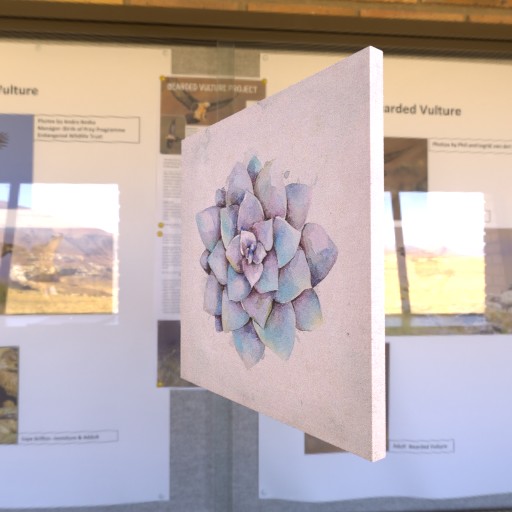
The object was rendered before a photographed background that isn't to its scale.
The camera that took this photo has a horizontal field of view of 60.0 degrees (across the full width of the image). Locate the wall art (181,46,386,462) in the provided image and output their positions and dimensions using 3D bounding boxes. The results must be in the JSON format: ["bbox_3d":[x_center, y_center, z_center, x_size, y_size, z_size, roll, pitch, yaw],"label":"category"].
[{"bbox_3d":[0.000,0.000,1.126,0.038,0.762,0.762,1,-2,-36],"label":"wall art"}]
